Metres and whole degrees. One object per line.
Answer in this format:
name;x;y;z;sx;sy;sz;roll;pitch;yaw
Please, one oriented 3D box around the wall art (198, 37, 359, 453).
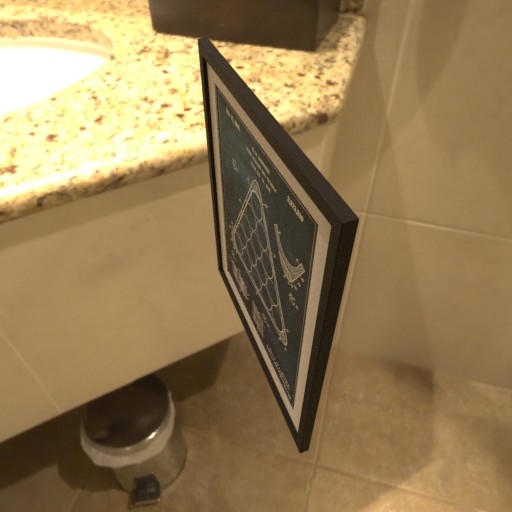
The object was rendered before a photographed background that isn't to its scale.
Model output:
wall art;0.000;0.000;1.190;0.028;0.863;0.755;-15;48;-15
